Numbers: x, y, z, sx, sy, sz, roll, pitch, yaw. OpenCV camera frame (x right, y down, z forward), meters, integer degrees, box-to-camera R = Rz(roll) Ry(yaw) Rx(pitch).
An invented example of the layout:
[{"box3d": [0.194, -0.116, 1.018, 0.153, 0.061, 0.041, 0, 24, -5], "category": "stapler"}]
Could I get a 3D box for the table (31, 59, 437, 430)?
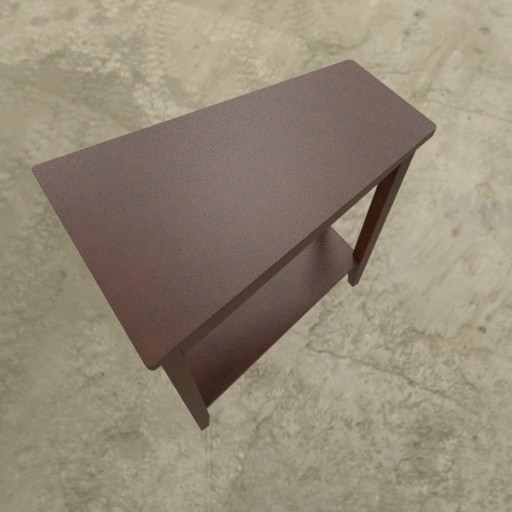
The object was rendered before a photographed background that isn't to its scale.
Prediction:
[{"box3d": [0.000, 0.000, 0.967, 0.605, 0.589, 0.399, -31, 64, -17], "category": "table"}]
